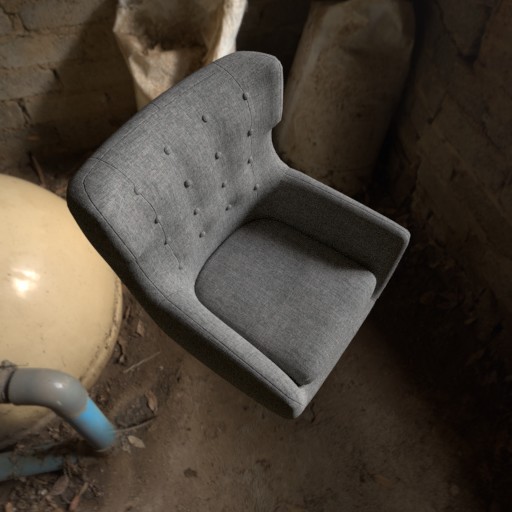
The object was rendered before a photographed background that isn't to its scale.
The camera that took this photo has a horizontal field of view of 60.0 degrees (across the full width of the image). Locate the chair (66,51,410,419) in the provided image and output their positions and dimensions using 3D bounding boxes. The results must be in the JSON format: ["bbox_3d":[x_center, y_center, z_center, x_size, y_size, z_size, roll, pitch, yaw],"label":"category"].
[{"bbox_3d":[0.000,0.000,1.706,0.904,1.063,0.878,32,63,18],"label":"chair"}]
